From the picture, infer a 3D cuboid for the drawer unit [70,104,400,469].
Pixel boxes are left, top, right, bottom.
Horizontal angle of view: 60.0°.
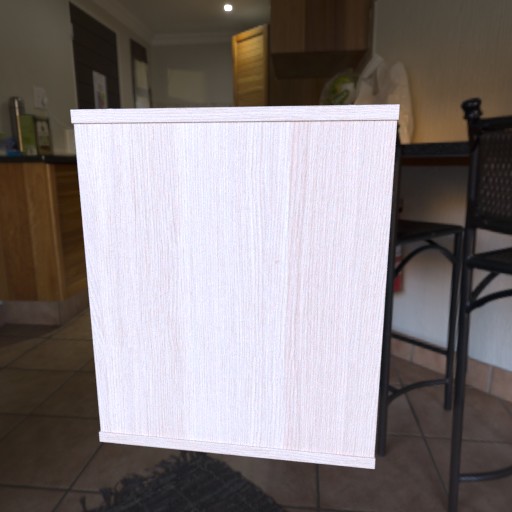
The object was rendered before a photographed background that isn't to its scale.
[{"bbox_3d":[0.000,0.000,0.589,0.290,0.344,0.349,2,13,8],"label":"drawer unit"}]
